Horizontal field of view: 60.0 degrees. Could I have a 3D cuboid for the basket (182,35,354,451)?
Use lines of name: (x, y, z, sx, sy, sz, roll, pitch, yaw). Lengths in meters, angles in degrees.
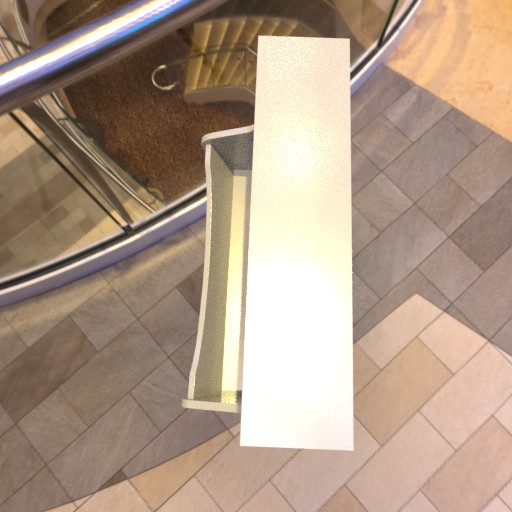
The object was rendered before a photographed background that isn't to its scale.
basket: (0.000, 0.000, 1.104, 0.350, 0.600, 0.780, 2, 77, 1)
